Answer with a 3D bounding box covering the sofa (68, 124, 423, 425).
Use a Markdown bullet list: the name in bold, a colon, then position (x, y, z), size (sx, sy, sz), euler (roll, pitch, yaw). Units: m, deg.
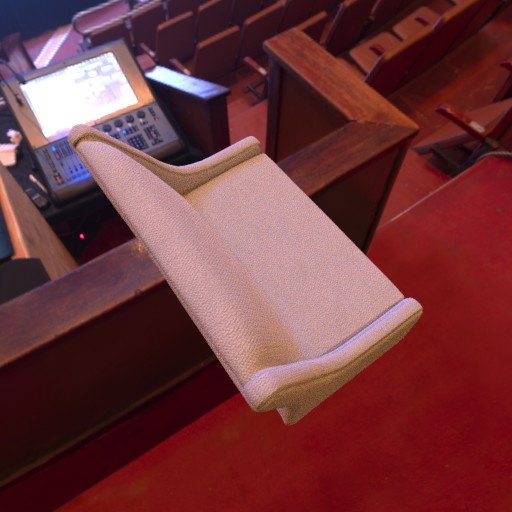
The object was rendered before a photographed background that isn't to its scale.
- **sofa**: position (0.000, 0.000, 1.924), size (0.870, 1.022, 1.242), euler (-32, 65, -17)
